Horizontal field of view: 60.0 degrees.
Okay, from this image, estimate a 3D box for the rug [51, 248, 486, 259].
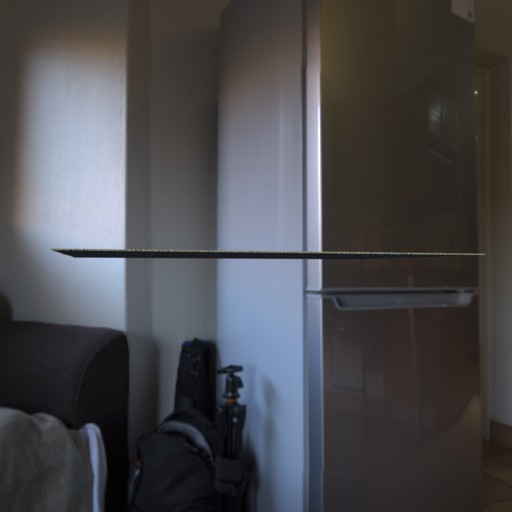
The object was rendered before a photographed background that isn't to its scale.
[{"bbox_3d":[0.000,0.000,2.204,1.747,0.006,1.143,0,-2,-18],"label":"rug"}]
